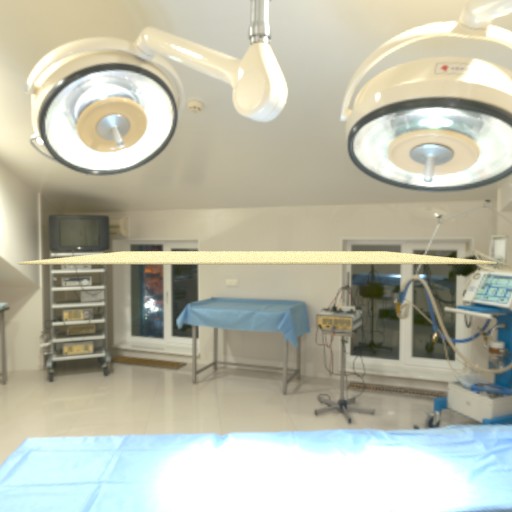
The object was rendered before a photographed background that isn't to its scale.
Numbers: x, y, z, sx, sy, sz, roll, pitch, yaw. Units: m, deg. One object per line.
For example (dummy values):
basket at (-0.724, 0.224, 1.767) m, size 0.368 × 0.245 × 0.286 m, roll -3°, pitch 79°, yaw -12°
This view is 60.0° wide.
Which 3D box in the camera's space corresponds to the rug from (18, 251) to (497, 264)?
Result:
rug at (0.000, 0.000, 4.170) m, size 3.204 × 0.016 × 2.452 m, roll 0°, pitch 2°, yaw -1°
